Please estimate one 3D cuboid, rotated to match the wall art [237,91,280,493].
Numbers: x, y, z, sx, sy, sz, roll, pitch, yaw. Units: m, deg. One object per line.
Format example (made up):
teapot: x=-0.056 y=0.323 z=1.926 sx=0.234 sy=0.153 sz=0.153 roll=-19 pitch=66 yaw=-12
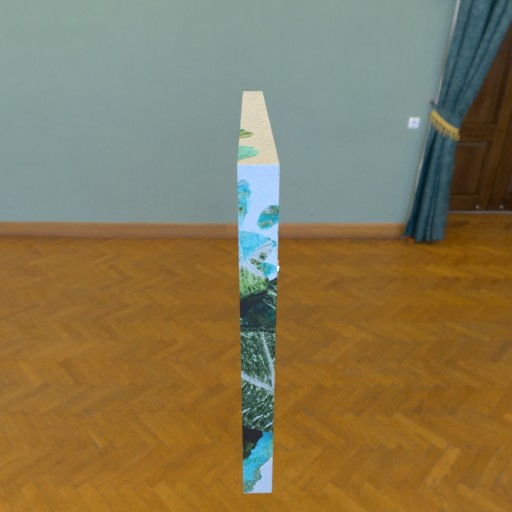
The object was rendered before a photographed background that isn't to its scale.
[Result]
wall art: x=0.000 y=0.000 z=0.704 sx=0.041 sy=0.435 sz=0.507 roll=0 pitch=27 yaw=-1
